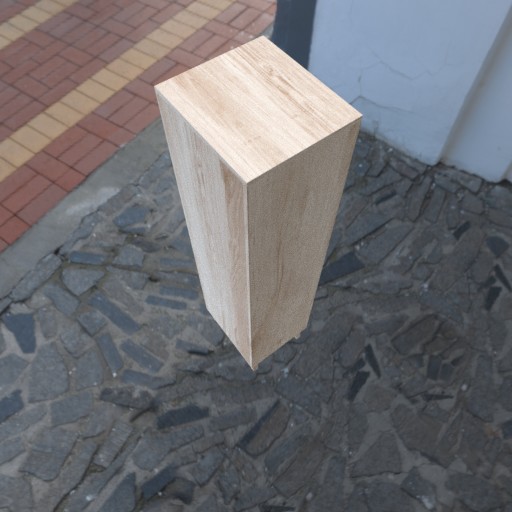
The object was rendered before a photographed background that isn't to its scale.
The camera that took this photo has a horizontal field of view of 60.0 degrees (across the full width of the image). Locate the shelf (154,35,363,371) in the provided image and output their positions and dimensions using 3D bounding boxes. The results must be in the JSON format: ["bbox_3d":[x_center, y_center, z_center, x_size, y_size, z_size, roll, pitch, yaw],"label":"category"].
[{"bbox_3d":[0.000,0.000,2.257,0.450,1.960,0.510,-33,65,-18],"label":"shelf"}]
